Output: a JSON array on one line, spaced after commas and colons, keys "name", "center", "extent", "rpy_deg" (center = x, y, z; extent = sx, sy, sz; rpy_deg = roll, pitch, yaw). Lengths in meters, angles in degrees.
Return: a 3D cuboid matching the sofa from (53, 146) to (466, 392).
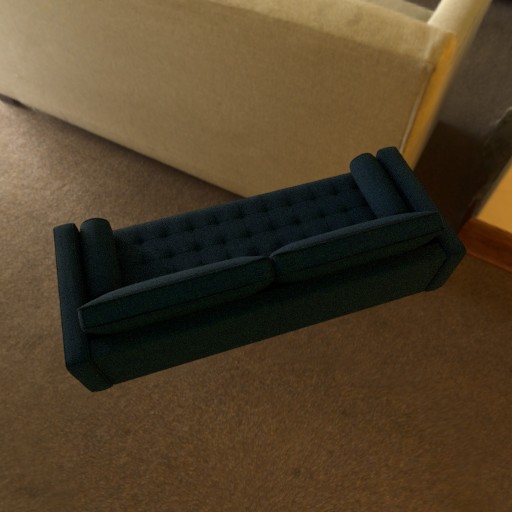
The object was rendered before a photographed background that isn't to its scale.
[{"name": "sofa", "center": [0.000, 0.000, 2.680], "extent": [2.210, 0.762, 0.914], "rpy_deg": [-15, 59, -9]}]
